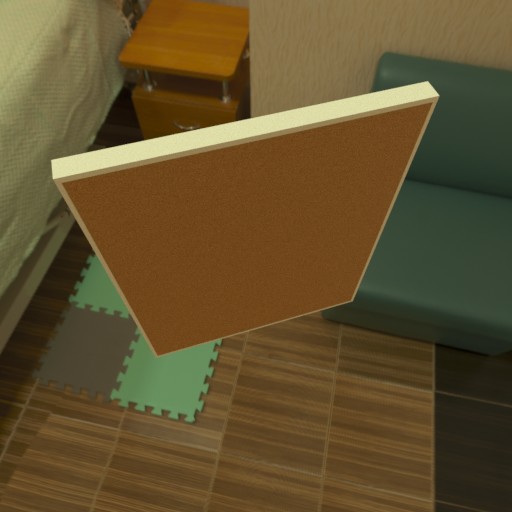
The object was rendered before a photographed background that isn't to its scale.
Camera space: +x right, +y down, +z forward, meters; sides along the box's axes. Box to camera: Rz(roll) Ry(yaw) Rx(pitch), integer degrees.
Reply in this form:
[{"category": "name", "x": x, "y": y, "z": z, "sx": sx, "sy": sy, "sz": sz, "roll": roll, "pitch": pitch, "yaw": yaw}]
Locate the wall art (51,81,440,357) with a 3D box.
[{"category": "wall art", "x": 0.000, "y": 0.000, "z": 0.727, "sx": 0.443, "sy": 0.549, "sz": 0.030, "roll": -15, "pitch": 59, "yaw": -9}]
